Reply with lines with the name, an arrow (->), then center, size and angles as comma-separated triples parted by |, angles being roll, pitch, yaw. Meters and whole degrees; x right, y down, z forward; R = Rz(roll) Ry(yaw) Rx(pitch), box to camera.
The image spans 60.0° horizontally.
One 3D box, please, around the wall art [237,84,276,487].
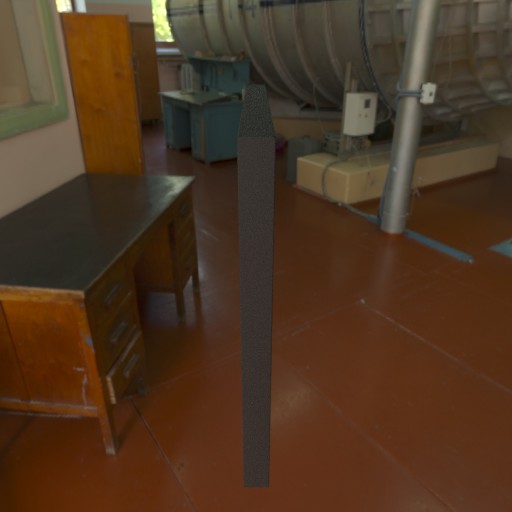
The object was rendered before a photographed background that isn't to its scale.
wall art -> 0.000, 0.000, 0.765 | 0.037, 0.508, 0.508 | 0, 26, 0
